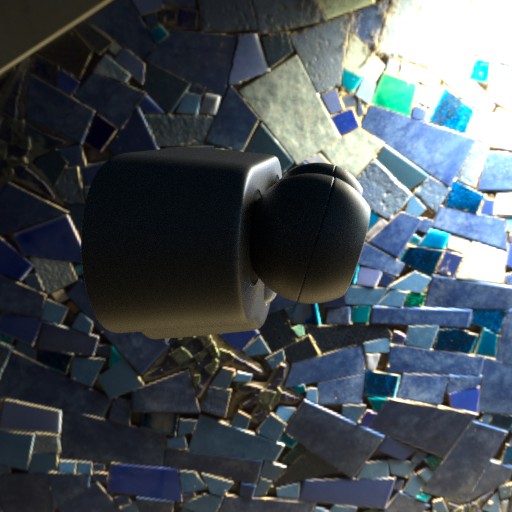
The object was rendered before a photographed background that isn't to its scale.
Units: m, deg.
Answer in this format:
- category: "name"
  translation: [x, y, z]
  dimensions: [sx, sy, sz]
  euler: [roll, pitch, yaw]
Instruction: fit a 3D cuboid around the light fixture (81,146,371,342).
- category: "light fixture"
  translation: [0.000, 0.000, 0.343]
  dimensions: [0.159, 0.159, 0.229]
  euler: [3, 16, 10]
